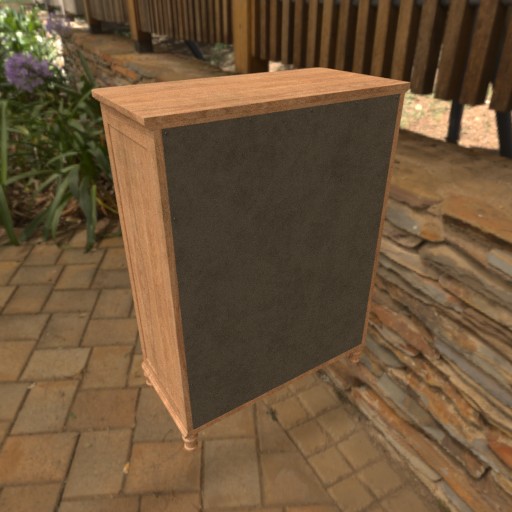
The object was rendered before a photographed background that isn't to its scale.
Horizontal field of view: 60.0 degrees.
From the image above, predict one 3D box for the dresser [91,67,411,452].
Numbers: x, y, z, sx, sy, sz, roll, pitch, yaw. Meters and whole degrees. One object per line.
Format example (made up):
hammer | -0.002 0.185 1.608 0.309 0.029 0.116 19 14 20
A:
dresser | 0.000 0.000 1.815 0.973 1.318 0.484 -18 35 -28
